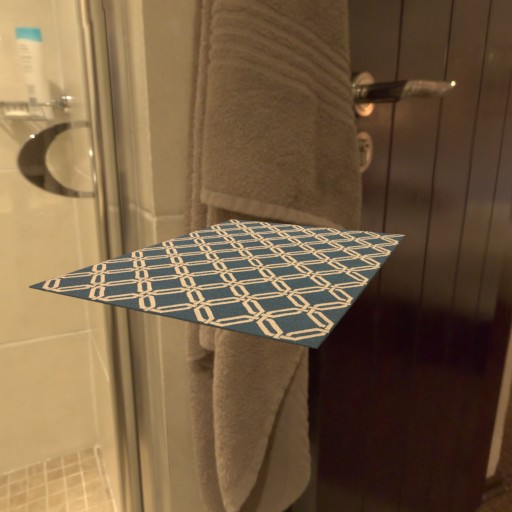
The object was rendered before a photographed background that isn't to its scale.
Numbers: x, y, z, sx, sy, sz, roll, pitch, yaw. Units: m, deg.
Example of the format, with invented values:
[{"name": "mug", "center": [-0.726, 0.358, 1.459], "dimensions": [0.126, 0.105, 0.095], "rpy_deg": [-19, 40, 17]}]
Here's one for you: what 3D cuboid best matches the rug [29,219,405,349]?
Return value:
[{"name": "rug", "center": [0.000, 0.000, 4.489], "dimensions": [2.432, 0.018, 3.342], "rpy_deg": [7, 17, 25]}]
